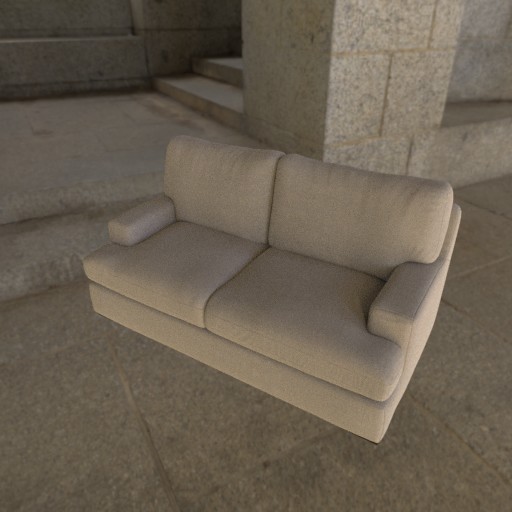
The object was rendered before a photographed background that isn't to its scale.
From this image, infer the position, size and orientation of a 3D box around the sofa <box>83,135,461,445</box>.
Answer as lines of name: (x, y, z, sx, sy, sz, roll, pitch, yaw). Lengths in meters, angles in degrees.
sofa: (0.000, 0.000, 2.430, 1.855, 0.980, 0.962, 17, 34, 27)
